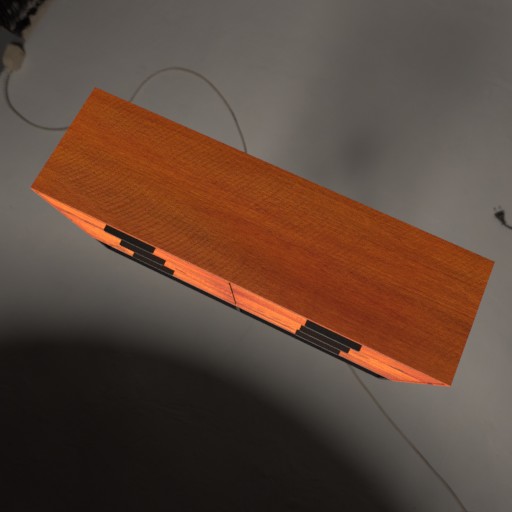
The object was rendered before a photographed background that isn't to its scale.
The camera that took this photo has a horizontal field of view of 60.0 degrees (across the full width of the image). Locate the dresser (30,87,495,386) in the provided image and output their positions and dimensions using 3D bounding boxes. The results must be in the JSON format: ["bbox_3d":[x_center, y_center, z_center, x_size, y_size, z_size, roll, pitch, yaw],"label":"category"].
[{"bbox_3d":[0.000,0.000,1.891,1.536,0.810,0.464,25,77,6],"label":"dresser"}]
